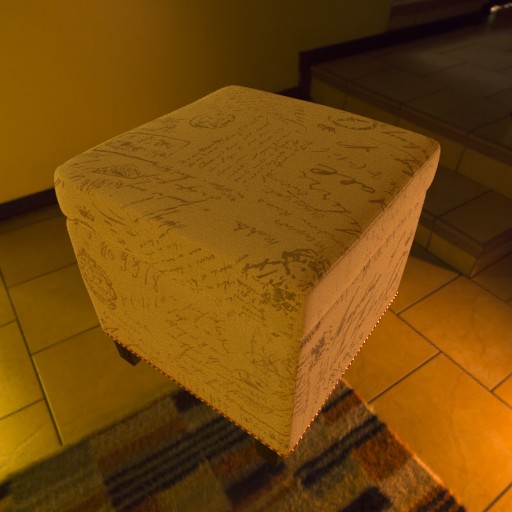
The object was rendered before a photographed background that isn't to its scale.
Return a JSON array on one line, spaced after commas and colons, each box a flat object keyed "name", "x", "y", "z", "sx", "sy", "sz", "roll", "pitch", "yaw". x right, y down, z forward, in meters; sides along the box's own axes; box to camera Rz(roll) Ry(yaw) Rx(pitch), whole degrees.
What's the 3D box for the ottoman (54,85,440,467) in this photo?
[{"name": "ottoman", "x": 0.000, "y": 0.000, "z": 0.816, "sx": 0.449, "sy": 0.457, "sz": 0.450, "roll": 25, "pitch": 47, "yaw": 26}]
